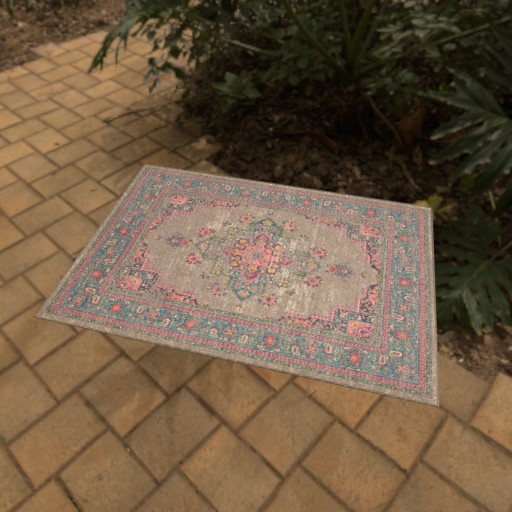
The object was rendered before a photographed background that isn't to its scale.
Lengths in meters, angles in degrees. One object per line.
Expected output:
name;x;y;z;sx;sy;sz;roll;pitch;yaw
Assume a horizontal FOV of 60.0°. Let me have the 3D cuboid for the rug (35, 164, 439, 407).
rug;0.000;0.000;3.710;2.890;0.013;2.005;10;47;10
